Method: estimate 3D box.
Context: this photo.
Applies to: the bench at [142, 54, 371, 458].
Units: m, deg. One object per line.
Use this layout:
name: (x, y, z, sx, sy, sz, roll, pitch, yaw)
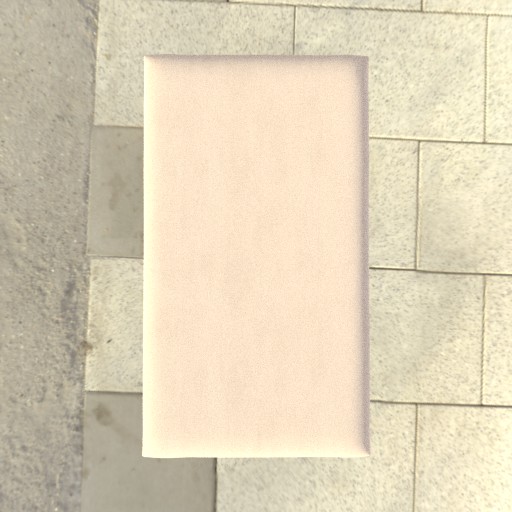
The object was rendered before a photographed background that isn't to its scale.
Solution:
bench: (0.000, 0.000, 1.165, 0.500, 0.449, 0.887, 0, 89, 0)
